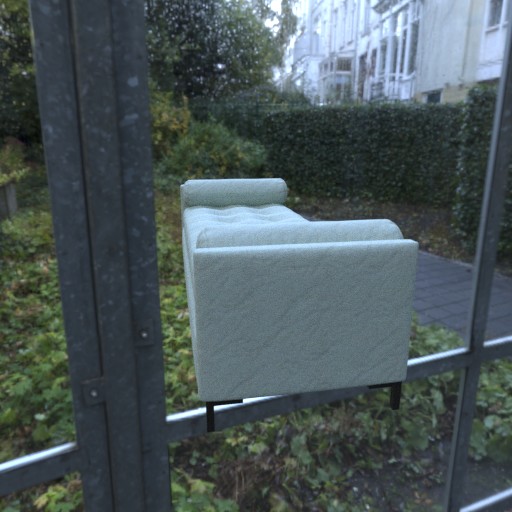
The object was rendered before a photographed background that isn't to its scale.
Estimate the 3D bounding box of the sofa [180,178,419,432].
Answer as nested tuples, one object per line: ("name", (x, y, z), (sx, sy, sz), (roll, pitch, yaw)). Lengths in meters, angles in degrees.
("sofa", (0.000, 0.000, 2.506), (0.796, 0.705, 2.102), (-3, 15, -10))
